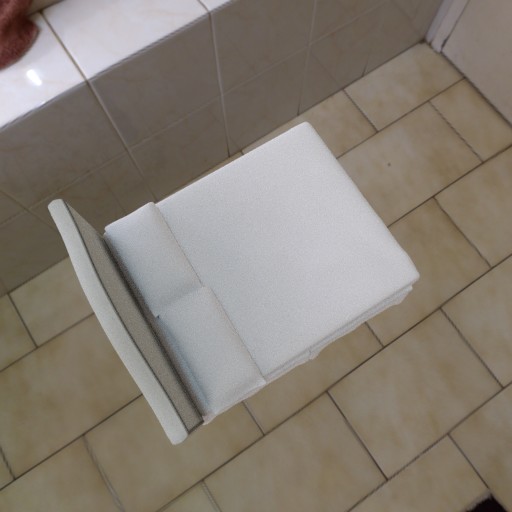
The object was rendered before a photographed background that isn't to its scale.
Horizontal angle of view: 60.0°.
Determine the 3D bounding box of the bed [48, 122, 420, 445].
[{"bbox_3d":[0.000,0.000,3.433,2.180,1.607,1.813,-31,77,-8],"label":"bed"}]
